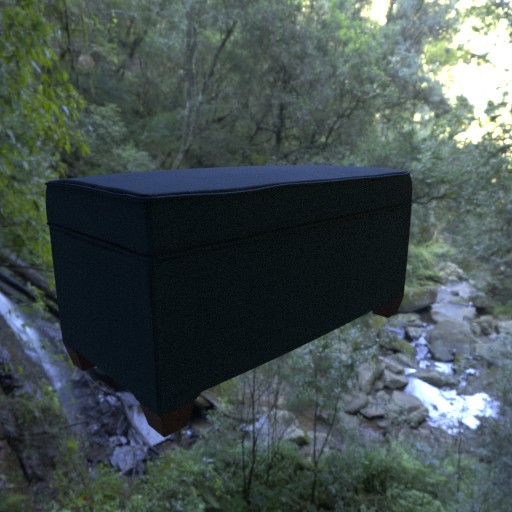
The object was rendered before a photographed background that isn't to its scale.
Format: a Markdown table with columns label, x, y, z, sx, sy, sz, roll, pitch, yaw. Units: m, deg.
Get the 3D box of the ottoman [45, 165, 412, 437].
| label | x | y | z | sx | sy | sz | roll | pitch | yaw |
| --- | --- | --- | --- | --- | --- | --- | --- | --- | --- |
| ottoman | 0.000 | 0.000 | 1.215 | 0.943 | 0.474 | 0.474 | -14 | 20 | -43 |
